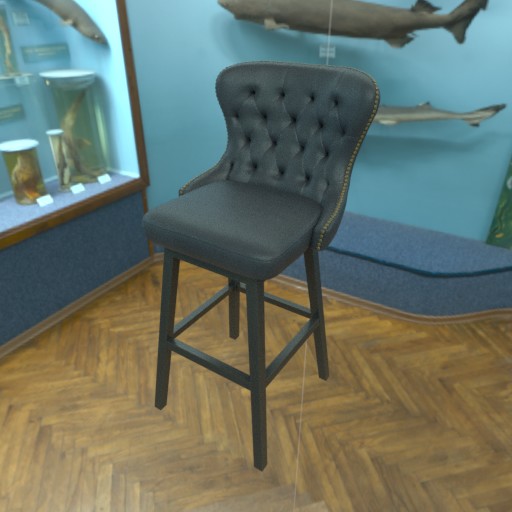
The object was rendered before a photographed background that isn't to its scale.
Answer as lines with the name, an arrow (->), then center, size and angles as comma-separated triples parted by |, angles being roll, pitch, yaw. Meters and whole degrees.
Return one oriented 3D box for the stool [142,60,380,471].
stool -> 0.000, 0.000, 1.373 | 0.528, 1.050, 0.601 | 18, 35, 29
